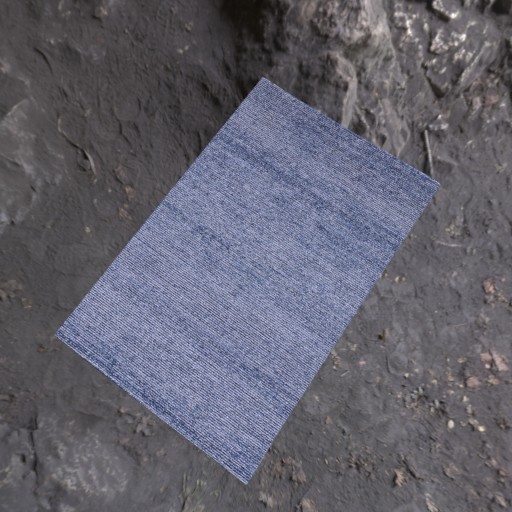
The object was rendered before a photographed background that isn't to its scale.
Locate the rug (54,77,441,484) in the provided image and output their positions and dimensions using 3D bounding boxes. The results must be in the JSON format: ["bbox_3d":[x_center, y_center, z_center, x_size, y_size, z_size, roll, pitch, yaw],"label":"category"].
[{"bbox_3d":[0.000,0.000,2.237,1.145,0.021,1.777,34,78,8],"label":"rug"}]
